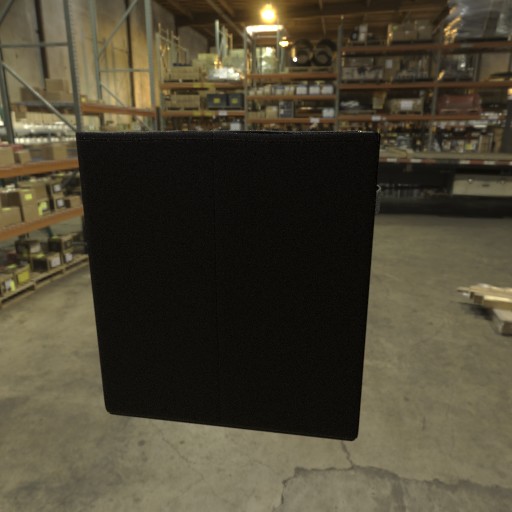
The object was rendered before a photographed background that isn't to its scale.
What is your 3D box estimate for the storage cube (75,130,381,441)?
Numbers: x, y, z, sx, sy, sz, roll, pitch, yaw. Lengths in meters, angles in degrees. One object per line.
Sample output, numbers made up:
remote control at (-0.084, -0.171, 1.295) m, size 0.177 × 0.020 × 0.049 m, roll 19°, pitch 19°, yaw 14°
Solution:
storage cube at (0.000, 0.000, 0.516) m, size 0.270 × 0.280 × 0.270 m, roll 3°, pitch 16°, yaw 9°
